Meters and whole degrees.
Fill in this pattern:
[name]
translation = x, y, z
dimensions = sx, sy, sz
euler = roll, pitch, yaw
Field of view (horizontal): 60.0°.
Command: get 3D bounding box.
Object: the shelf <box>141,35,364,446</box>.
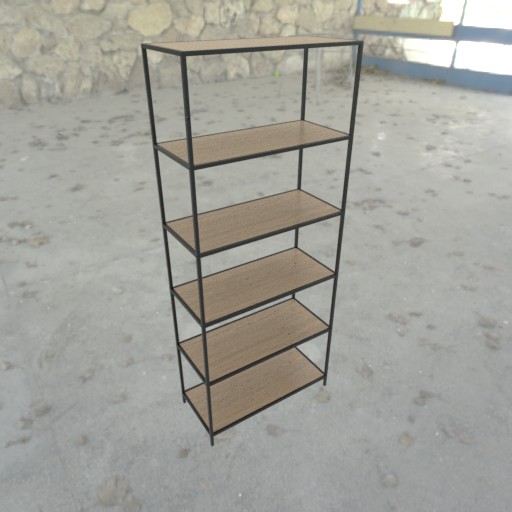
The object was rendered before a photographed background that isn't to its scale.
[shelf]
translation = 0.000, 0.000, 2.122
dimensions = 0.770, 1.850, 0.350
euler = -18, 35, -28
